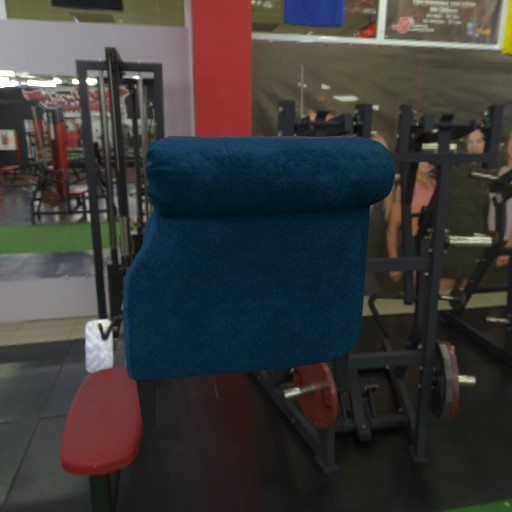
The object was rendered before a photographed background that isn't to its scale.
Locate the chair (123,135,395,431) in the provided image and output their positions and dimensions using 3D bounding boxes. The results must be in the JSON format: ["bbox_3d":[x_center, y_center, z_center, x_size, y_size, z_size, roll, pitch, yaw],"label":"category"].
[{"bbox_3d":[0.000,0.000,1.578,0.851,0.826,0.904,-2,16,-9],"label":"chair"}]
